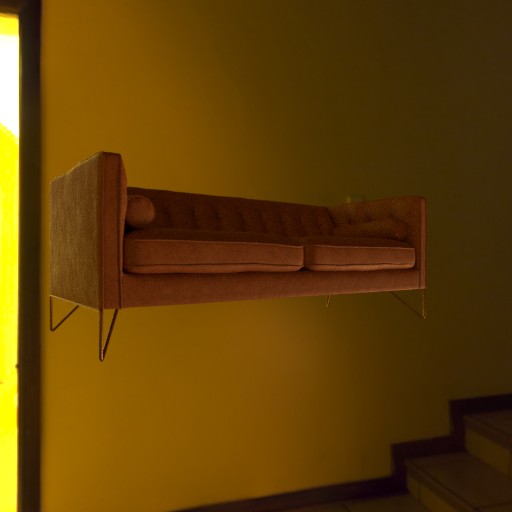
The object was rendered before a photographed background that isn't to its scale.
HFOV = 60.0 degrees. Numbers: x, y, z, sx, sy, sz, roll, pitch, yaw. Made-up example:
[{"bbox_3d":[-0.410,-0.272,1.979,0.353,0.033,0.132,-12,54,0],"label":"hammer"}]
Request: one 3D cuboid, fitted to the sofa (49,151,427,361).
[{"bbox_3d":[0.000,0.000,2.582,2.079,0.798,0.912,0,-1,-36],"label":"sofa"}]
